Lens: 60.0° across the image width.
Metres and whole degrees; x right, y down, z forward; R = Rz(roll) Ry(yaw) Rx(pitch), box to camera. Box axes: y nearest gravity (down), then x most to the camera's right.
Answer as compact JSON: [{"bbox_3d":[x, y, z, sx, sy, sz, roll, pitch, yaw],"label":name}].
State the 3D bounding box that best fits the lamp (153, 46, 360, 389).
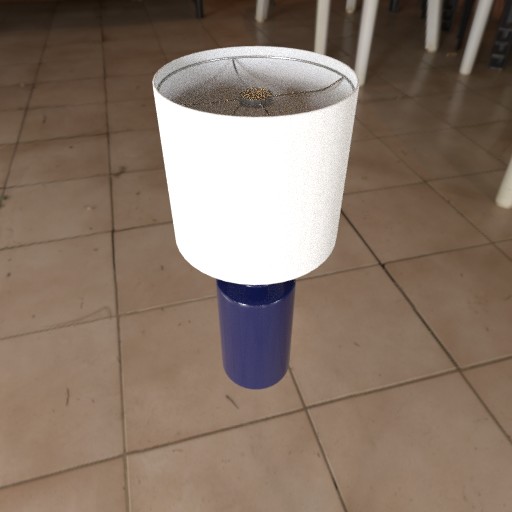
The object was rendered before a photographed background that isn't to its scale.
[{"bbox_3d":[0.000,0.000,0.620,0.212,0.493,0.212,-11,42,-13],"label":"lamp"}]
